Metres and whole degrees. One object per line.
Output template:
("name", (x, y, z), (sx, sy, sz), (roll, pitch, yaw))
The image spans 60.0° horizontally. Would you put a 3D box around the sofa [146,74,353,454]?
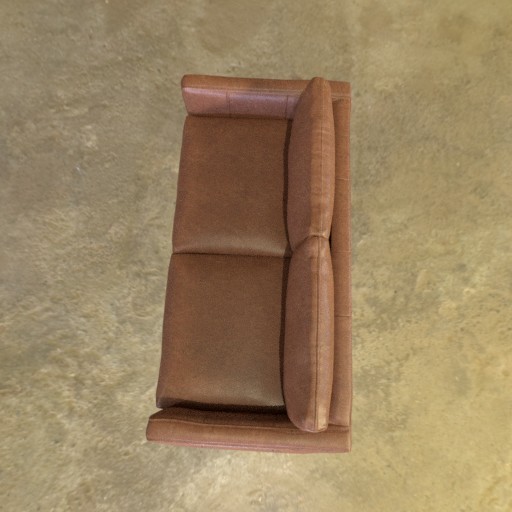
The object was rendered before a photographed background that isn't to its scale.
("sofa", (0.000, 0.000, 2.271), (0.899, 0.883, 1.797), (2, 76, 1))
